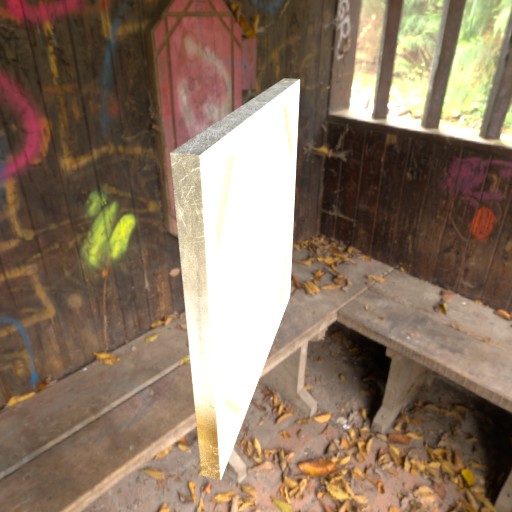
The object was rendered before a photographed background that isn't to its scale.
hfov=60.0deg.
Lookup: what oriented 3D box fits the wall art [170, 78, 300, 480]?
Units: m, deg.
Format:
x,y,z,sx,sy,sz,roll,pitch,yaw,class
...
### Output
x,y,z,sx,sy,sz,roll,pitch,yaw,class
0.000,0.000,0.923,0.038,0.610,0.610,8,31,14,wall art
